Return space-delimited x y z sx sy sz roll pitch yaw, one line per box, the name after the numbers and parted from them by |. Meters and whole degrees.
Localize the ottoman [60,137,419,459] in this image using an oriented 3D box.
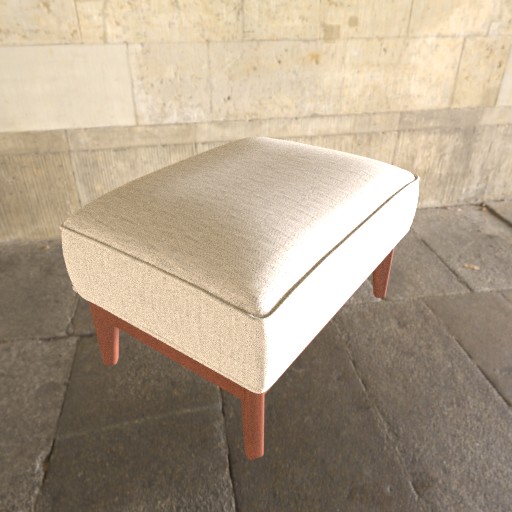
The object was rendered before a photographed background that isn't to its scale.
0.000 0.000 1.184 0.594 0.465 0.794 20 37 30 | ottoman
